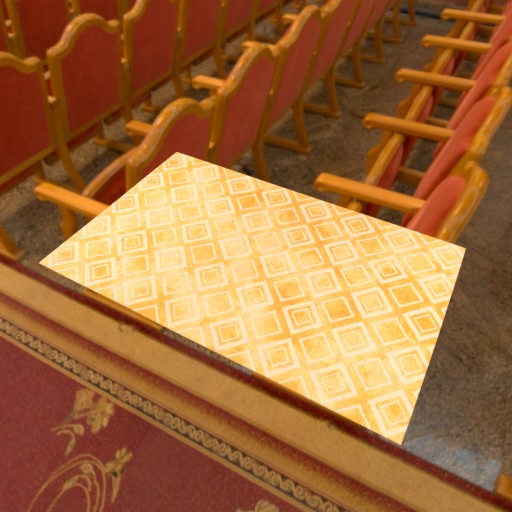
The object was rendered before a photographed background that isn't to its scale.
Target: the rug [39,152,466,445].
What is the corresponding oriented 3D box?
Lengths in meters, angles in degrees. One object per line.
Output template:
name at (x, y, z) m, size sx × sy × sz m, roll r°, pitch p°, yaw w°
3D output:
rug at (0.000, 0.000, 2.960) m, size 2.424 × 0.010 × 1.511 m, roll 22°, pitch 50°, yaw 20°
